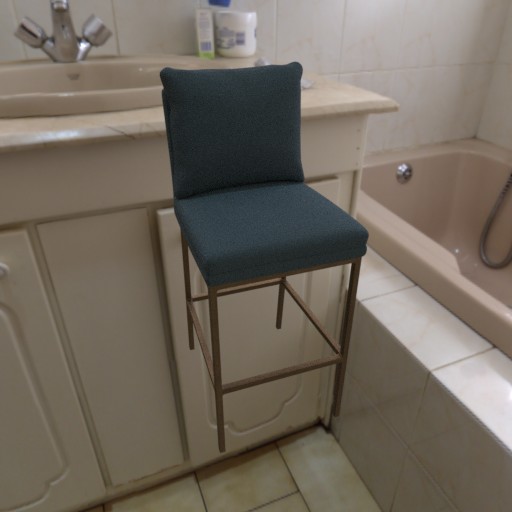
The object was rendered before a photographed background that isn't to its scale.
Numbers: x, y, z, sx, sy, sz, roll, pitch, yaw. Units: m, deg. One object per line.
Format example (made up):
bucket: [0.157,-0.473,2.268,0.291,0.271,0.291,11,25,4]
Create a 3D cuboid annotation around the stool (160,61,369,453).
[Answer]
stool: [0.000,0.000,1.456,0.463,1.124,0.568,-10,32,-17]
